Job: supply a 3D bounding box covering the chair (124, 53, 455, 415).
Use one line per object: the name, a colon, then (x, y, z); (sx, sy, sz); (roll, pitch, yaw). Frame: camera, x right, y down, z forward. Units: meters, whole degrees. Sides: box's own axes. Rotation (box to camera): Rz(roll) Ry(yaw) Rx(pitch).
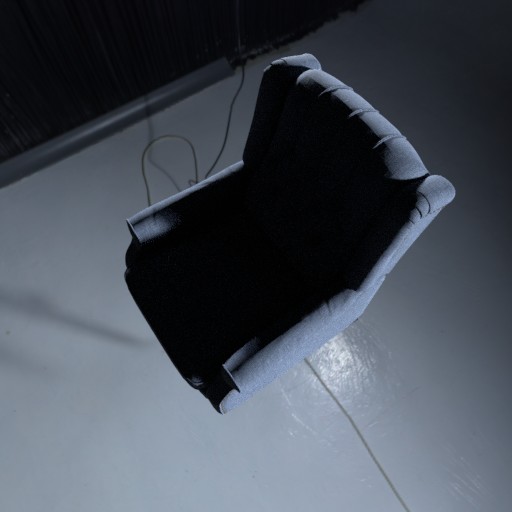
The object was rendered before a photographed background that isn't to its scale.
chair: (0.000, 0.000, 1.614); (0.898, 1.035, 0.742); (-32, 68, -15)
